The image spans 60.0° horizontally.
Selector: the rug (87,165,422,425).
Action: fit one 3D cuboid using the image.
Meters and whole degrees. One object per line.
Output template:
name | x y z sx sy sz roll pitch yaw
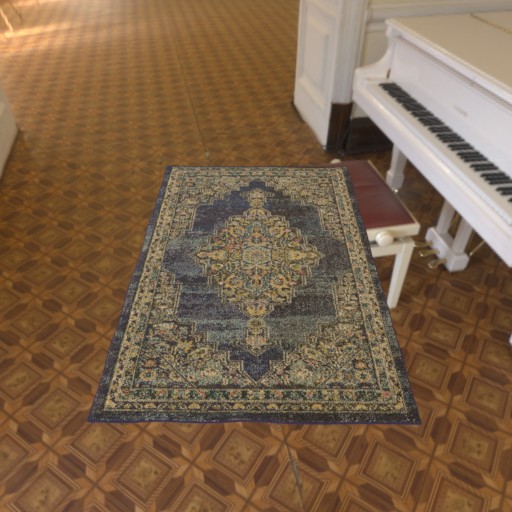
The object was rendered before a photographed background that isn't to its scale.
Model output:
rug | 0.000 0.000 2.221 1.184 0.012 1.781 0 41 0
